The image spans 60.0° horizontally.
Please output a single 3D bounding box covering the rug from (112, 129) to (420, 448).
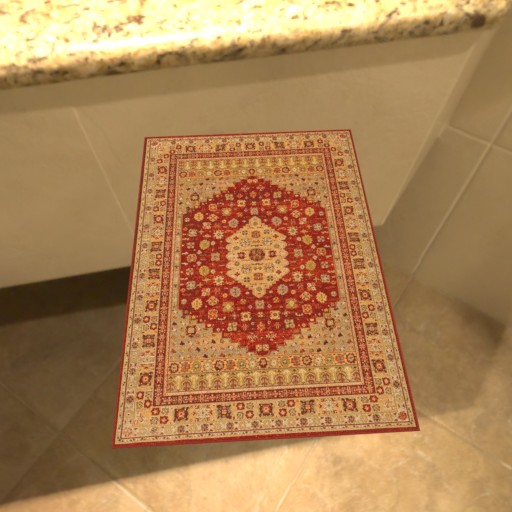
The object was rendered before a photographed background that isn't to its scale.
[{"bbox_3d":[0.000,0.000,2.852,1.593,0.013,2.211,-3,59,-2],"label":"rug"}]
